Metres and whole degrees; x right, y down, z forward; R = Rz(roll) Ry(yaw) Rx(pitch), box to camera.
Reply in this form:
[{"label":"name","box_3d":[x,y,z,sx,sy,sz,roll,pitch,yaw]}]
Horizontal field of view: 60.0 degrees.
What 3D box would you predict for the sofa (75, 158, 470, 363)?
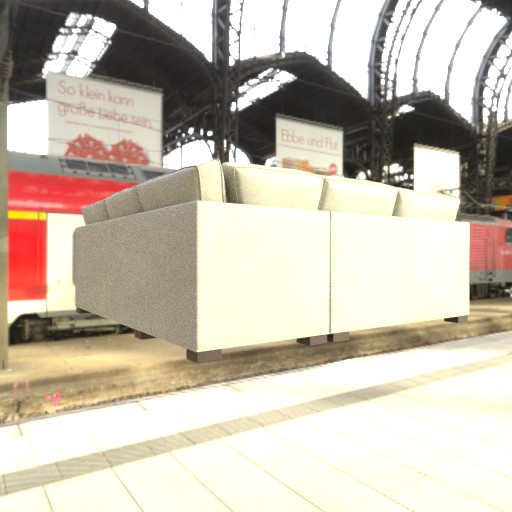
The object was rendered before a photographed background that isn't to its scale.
[{"label":"sofa","box_3d":[0.000,0.000,3.411,2.188,0.936,2.211,0,0,-36]}]
